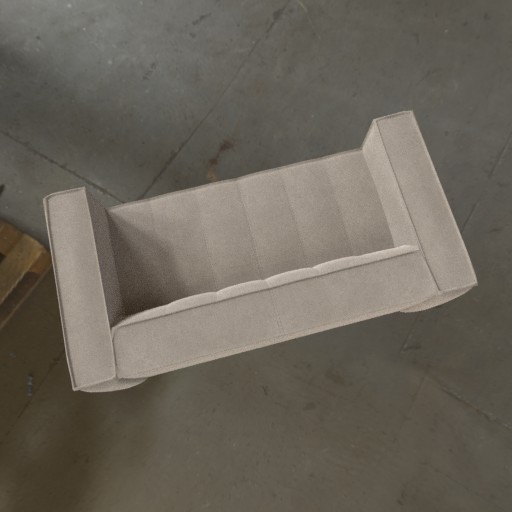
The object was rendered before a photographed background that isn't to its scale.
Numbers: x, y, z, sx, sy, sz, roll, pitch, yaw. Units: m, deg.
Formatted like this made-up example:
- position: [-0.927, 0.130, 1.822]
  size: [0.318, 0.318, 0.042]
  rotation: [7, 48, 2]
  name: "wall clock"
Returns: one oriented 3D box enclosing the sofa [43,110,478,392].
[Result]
- position: [0.000, 0.000, 2.485]
  size: [1.995, 0.680, 1.038]
  rotation: [-14, 76, -4]
  name: "sofa"
